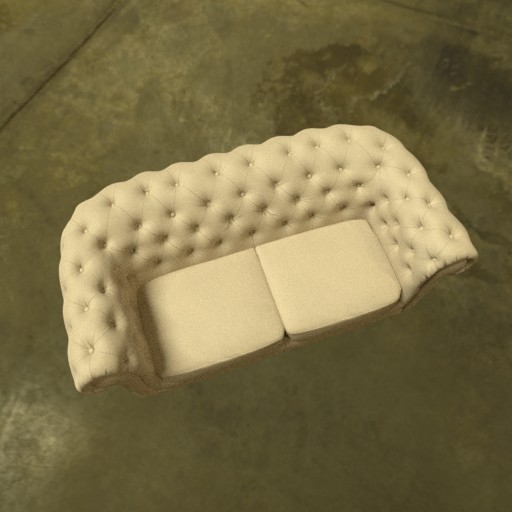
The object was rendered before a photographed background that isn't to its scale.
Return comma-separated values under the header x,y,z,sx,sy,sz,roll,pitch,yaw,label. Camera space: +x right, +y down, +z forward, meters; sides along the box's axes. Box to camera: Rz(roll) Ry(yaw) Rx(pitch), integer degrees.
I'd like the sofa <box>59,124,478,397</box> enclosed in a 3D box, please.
x,y,z,sx,sy,sz,roll,pitch,yaw,label
0.000,0.000,2.510,1.988,0.835,1.069,-17,65,-8,sofa
